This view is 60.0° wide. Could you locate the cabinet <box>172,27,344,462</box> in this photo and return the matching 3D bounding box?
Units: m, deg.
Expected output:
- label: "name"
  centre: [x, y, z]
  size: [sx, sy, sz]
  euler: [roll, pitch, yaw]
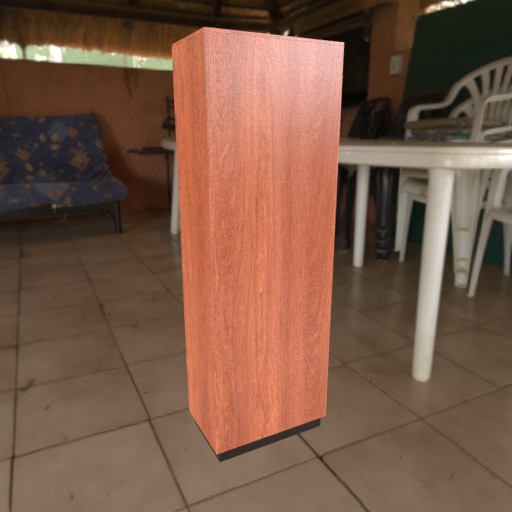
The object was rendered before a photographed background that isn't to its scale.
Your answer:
- label: "cabinet"
  centre: [0.000, 0.000, 2.261]
  size: [0.660, 1.980, 0.420]
  euler: [-8, 18, -27]
